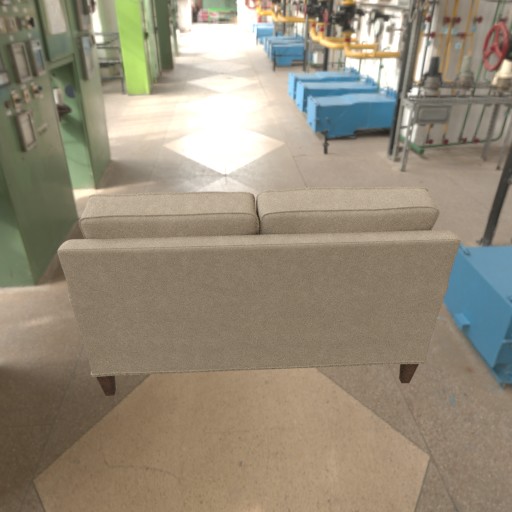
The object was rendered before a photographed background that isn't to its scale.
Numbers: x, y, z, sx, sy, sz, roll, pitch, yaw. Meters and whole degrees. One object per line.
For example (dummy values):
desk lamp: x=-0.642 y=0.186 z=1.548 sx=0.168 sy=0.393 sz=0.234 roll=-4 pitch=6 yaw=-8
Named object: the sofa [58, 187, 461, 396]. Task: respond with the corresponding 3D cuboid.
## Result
sofa: x=0.000 y=0.000 z=2.268 sx=1.597 sy=1.002 sz=1.084 roll=-2 pitch=30 yaw=-3
